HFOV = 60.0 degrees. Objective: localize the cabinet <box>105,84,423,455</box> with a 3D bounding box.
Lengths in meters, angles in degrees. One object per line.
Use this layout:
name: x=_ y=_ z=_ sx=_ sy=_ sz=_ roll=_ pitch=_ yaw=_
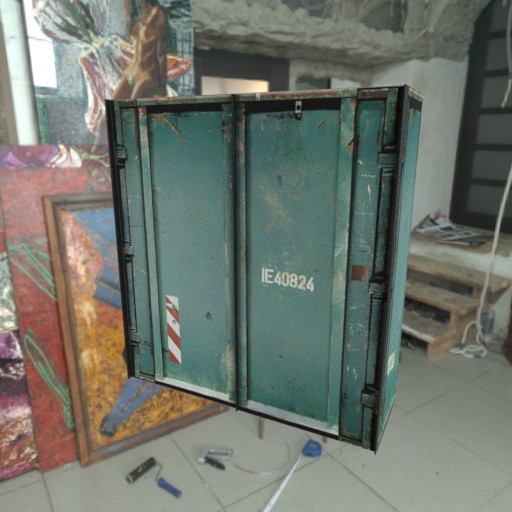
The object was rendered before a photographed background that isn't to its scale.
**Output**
cabinet: x=0.000 y=0.000 z=3.193 sx=2.000 sy=2.160 sz=0.680 roll=7 pitch=17 yaw=26
